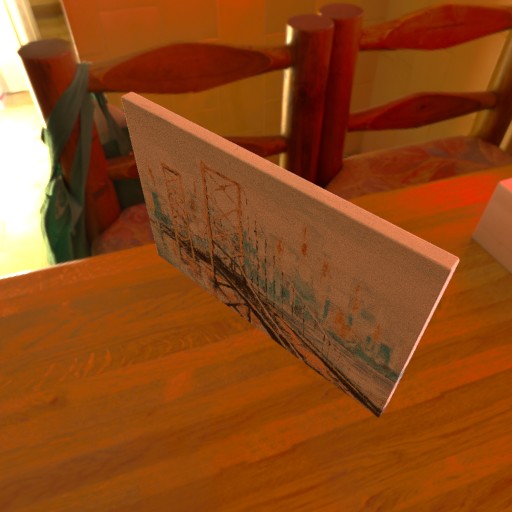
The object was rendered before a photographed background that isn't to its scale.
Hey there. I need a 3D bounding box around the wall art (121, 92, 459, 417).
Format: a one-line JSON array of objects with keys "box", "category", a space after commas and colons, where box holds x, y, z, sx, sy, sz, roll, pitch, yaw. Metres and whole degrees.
[{"box": [0.000, 0.000, 1.187, 0.913, 0.609, 0.038, 33, 55, 27], "category": "wall art"}]
